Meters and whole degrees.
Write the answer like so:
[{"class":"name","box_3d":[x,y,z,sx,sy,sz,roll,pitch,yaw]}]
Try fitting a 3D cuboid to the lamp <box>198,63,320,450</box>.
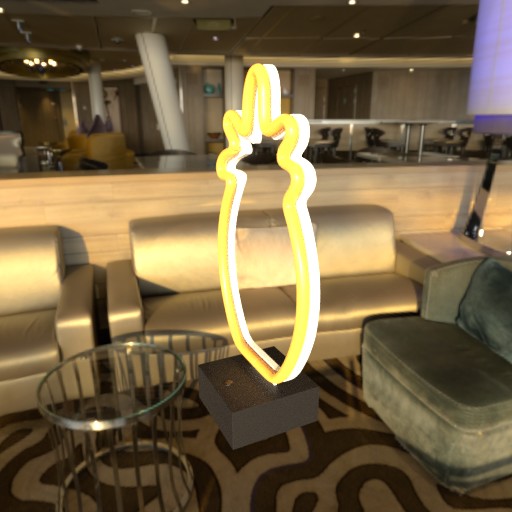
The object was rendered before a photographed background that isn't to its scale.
[{"class":"lamp","box_3d":[0.000,0.000,0.396,0.088,0.317,0.167,-8,19,-25]}]
